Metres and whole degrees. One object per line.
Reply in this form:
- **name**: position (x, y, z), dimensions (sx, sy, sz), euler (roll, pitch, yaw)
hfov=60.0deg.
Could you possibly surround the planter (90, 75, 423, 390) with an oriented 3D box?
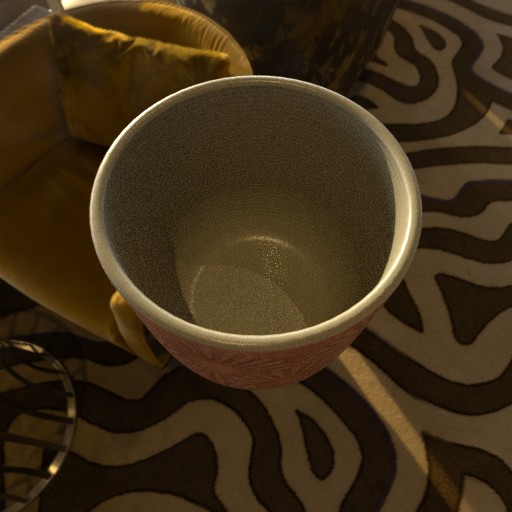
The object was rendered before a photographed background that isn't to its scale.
- **planter**: position (0.000, 0.000, 0.214), dimensions (0.124, 0.109, 0.124), euler (0, 62, 0)
